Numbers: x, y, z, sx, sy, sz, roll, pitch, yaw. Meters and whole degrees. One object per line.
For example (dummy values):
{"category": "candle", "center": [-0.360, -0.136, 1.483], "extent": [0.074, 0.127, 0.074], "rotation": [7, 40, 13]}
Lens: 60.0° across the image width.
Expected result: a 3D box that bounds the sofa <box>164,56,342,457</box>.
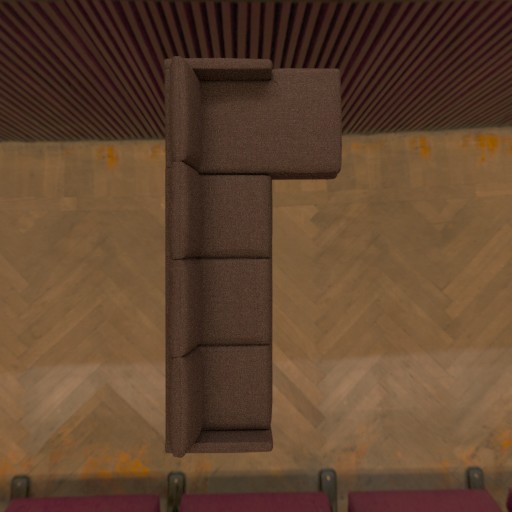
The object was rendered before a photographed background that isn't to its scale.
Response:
{"category": "sofa", "center": [0.000, 0.000, 3.769], "extent": [1.483, 0.892, 3.221], "rotation": [0, 90, -2]}
